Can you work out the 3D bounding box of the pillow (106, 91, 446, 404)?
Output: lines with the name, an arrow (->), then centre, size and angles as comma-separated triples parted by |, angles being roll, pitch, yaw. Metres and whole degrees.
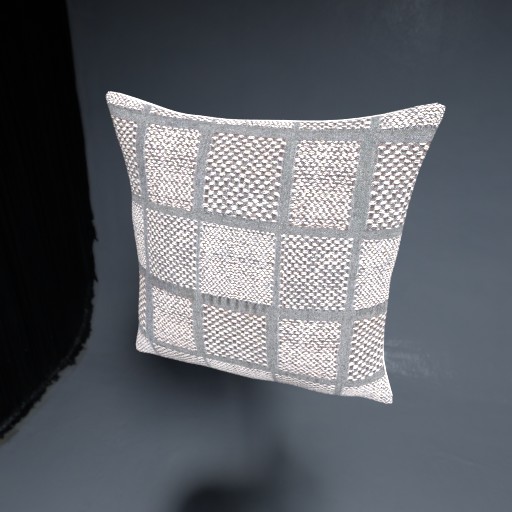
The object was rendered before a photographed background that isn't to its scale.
pillow -> 0.000, 0.000, 0.635 | 0.435, 0.432, 0.138 | 8, 27, 16
